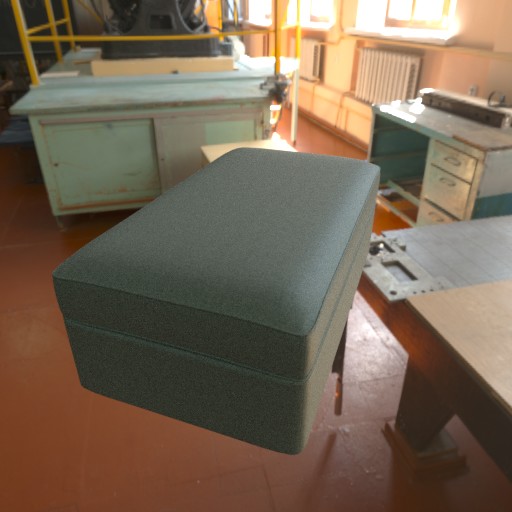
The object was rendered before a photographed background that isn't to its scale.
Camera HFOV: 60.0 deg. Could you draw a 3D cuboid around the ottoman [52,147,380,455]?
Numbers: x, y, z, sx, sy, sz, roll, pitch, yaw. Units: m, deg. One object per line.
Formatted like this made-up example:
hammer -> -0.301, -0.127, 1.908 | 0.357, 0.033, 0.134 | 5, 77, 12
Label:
ottoman -> 0.000, 0.000, 1.555 | 0.681, 0.494, 1.173 | 10, 31, 18
